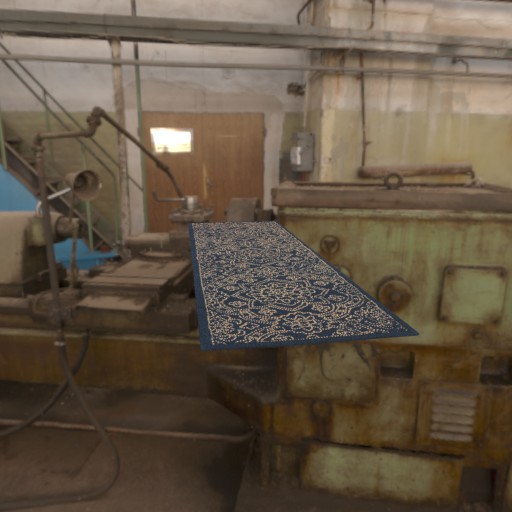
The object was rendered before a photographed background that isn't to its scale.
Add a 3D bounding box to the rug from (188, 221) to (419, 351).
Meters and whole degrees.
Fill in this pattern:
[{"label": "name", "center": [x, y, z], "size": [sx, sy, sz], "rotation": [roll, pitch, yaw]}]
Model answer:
[{"label": "rug", "center": [0.000, 0.000, 2.662], "size": [0.769, 0.012, 2.448], "rotation": [-2, 14, -9]}]
